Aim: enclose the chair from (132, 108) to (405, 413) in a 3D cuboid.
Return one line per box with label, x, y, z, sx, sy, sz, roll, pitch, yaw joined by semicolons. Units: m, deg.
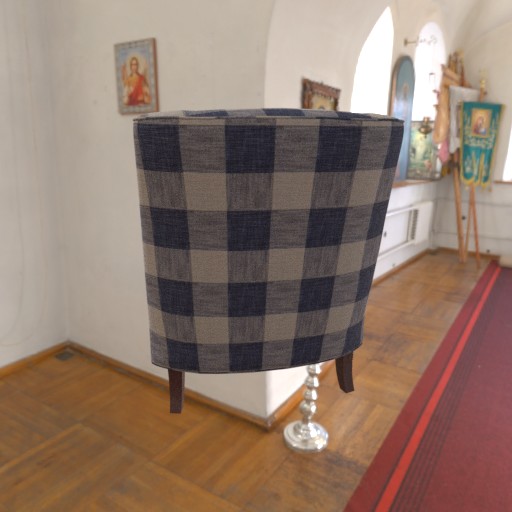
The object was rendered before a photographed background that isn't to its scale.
chair;0.000;0.000;1.715;0.830;1.041;0.889;-3;15;-12
